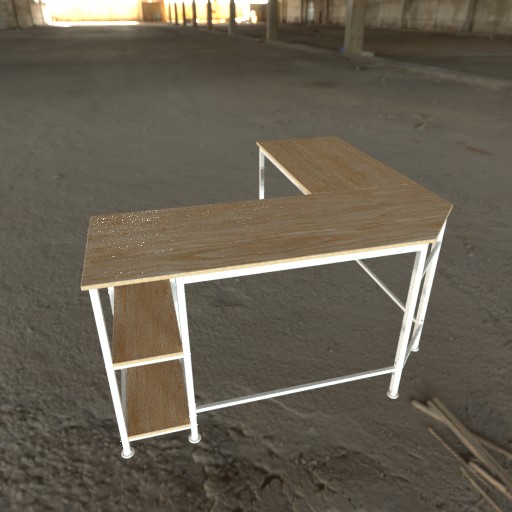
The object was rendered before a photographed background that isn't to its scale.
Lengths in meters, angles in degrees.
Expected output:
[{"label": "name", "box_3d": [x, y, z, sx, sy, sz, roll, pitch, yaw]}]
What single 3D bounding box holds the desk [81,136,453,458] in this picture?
[{"label": "desk", "box_3d": [0.000, 0.000, 2.147, 1.379, 0.739, 1.379, -7, 30, -13]}]
